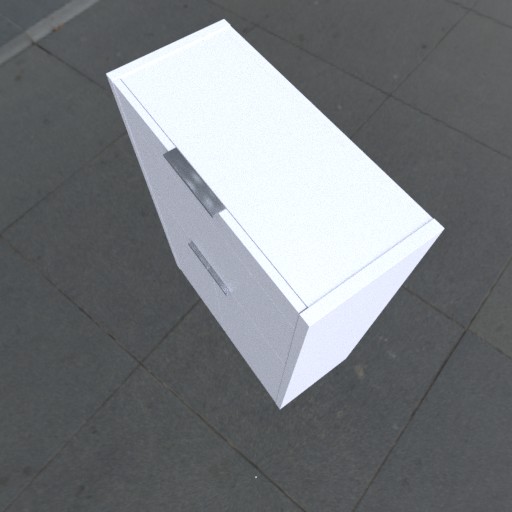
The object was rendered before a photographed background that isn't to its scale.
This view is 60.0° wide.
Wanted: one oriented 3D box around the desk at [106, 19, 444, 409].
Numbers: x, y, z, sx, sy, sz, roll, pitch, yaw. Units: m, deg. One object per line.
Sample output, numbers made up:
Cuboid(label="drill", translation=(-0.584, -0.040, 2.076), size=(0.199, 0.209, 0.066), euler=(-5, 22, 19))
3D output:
Cuboid(label="desk", translation=(0.000, 0.000, 1.592), size=(0.390, 1.190, 0.850), euler=(-33, 68, -15))
